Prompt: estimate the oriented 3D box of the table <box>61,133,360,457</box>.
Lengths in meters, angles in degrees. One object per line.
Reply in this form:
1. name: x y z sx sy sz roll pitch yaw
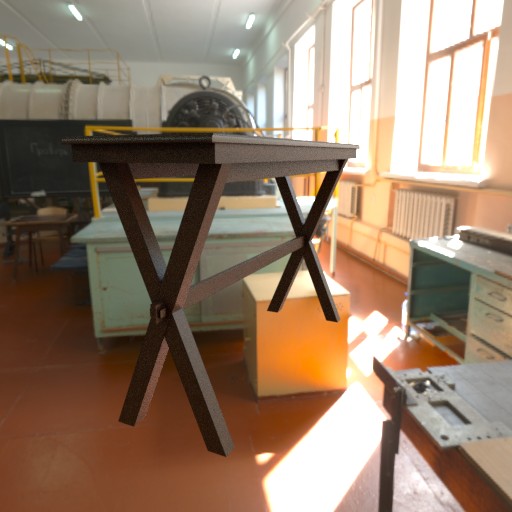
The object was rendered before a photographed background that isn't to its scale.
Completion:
1. table: 0.000 0.000 1.527 0.399 0.763 1.197 6 14 25
